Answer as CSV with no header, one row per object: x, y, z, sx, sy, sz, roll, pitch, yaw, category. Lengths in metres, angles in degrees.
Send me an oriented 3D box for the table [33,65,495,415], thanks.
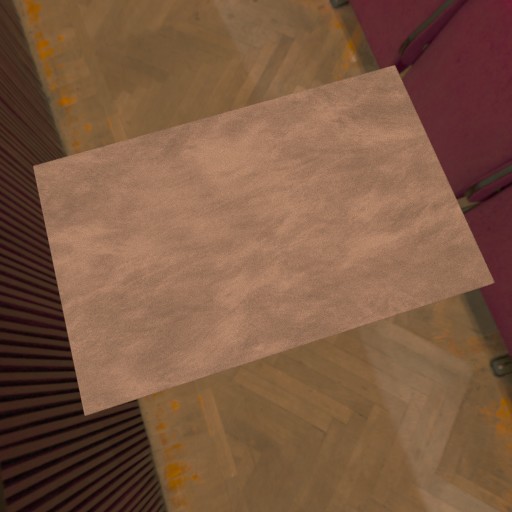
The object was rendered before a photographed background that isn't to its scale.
0.000,0.000,1.564,1.100,0.734,0.700,-17,76,-4,table
